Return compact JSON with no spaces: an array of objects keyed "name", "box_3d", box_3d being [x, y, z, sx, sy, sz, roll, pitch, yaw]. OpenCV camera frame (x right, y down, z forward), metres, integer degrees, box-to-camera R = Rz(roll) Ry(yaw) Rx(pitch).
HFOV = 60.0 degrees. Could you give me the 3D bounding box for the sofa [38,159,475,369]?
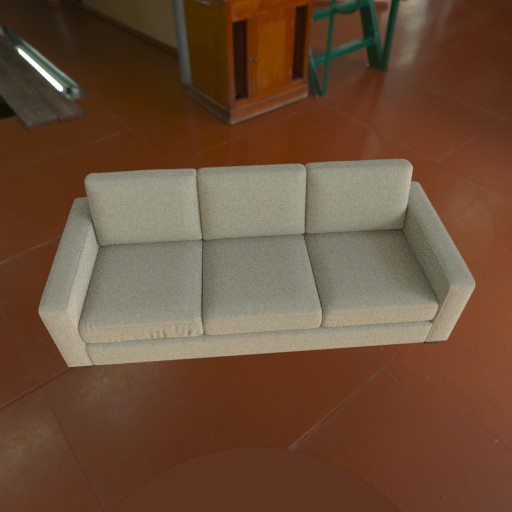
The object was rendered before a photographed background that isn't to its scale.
[{"name":"sofa","box_3d":[0.000,0.000,2.567,2.160,0.800,0.900,-3,45,-3]}]
